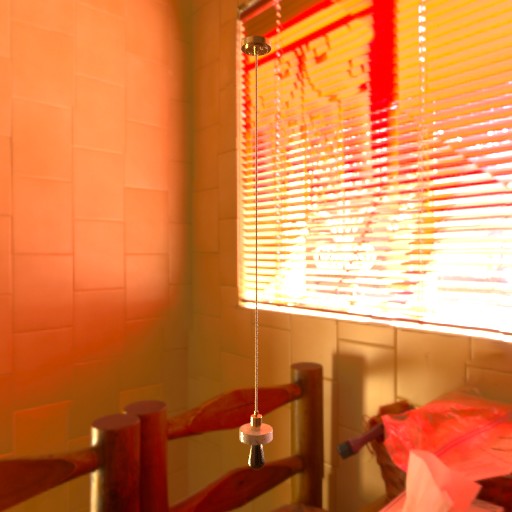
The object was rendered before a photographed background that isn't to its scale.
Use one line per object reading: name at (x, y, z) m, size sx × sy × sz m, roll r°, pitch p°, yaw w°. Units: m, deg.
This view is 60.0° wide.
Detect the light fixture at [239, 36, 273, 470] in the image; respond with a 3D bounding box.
light fixture at (0.000, 0.000, 1.737) m, size 0.129 × 1.669 × 0.129 m, roll 0°, pitch 0°, yaw 17°
